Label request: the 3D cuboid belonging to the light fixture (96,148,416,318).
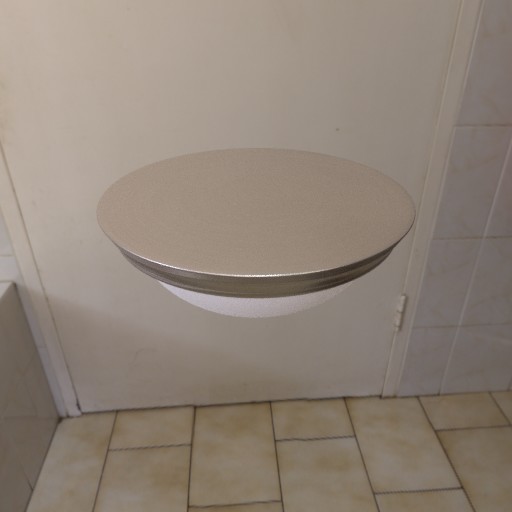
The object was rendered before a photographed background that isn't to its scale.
[{"bbox_3d":[0.000,0.000,0.440,0.280,0.135,0.280,0,30,0],"label":"light fixture"}]
